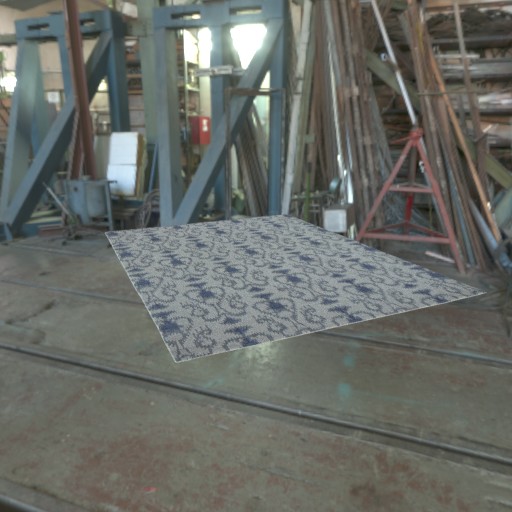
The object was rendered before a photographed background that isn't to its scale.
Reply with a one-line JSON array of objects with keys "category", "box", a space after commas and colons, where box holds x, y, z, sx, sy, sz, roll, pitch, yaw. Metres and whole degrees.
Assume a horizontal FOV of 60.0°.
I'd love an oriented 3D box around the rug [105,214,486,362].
[{"category": "rug", "box": [0.000, 0.000, 4.294, 2.437, 0.015, 3.205, -8, 19, -24]}]
